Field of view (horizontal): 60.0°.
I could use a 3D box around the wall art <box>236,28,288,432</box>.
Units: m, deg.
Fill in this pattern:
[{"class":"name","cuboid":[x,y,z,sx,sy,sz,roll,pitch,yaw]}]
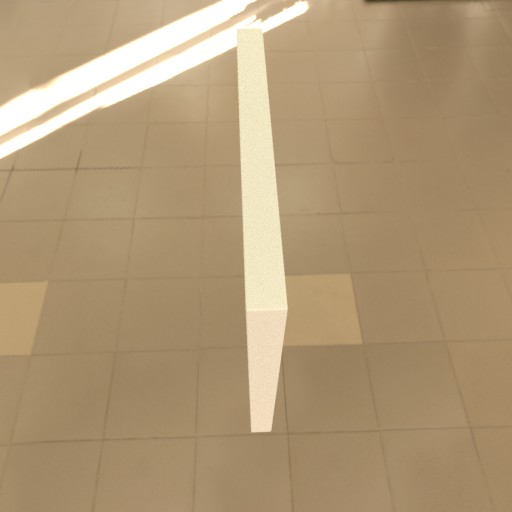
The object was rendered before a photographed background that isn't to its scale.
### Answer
[{"class":"wall art","cuboid":[0.000,0.000,0.539,0.028,0.381,0.331,-2,57,-1]}]
